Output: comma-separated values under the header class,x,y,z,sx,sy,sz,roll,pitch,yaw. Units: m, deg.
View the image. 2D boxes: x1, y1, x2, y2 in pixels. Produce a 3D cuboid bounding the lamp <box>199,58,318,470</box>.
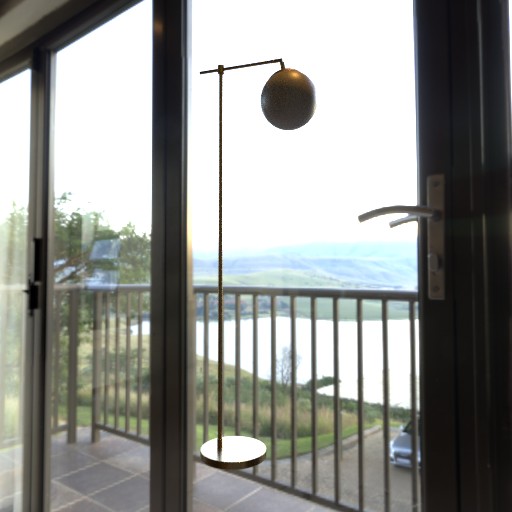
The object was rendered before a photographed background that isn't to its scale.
class,x,y,z,sx,sy,sz,roll,pitch,yaw
lamp,0.000,0.000,1.673,0.476,1.505,0.249,-1,-2,19
